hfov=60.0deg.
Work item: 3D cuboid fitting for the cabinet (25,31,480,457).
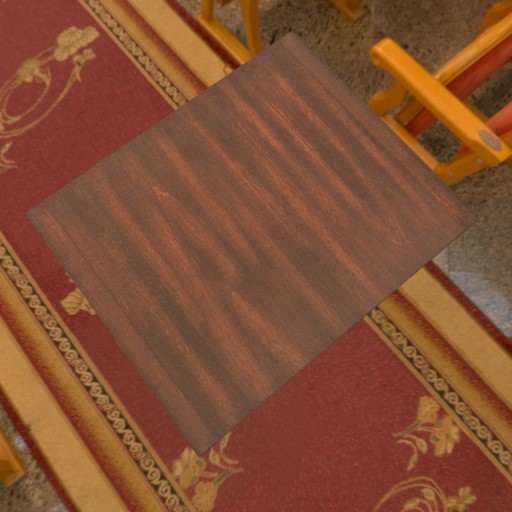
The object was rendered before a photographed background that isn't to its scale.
[{"bbox_3d":[0.000,0.000,0.834,0.500,0.455,0.402,-38,78,-10],"label":"cabinet"}]
